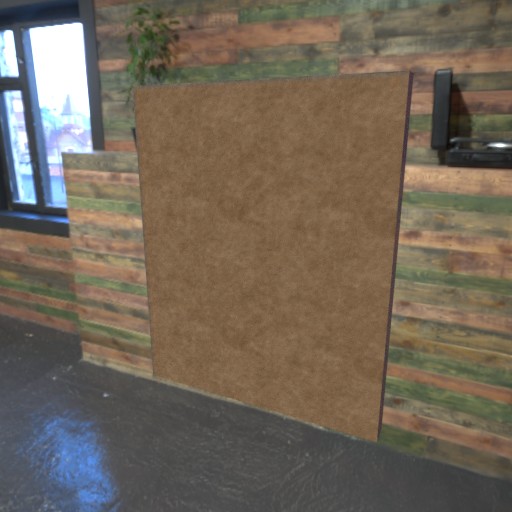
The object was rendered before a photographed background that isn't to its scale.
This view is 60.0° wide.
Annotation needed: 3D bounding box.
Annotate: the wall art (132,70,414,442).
[{"bbox_3d":[0.000,0.000,0.749,0.453,0.554,0.037,8,18,26],"label":"wall art"}]
